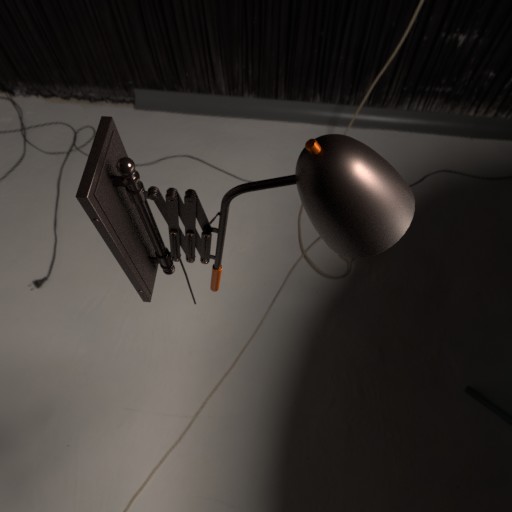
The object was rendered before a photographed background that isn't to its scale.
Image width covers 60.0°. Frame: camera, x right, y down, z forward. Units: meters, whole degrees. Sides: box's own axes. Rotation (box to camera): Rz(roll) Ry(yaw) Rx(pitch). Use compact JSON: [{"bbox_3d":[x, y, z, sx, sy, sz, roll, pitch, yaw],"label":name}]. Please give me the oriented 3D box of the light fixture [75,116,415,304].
[{"bbox_3d":[0.000,0.000,0.915,0.499,0.715,0.162,5,64,2],"label":"light fixture"}]
